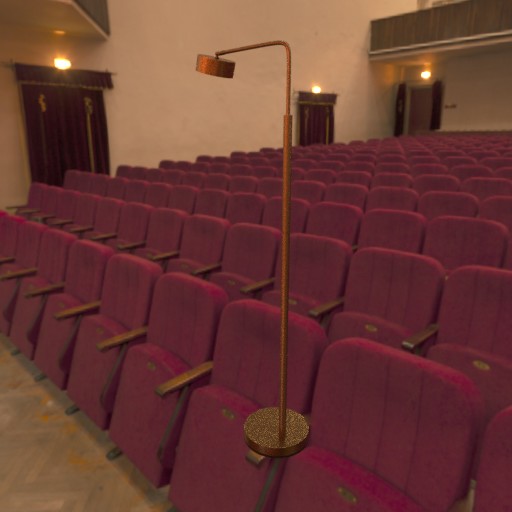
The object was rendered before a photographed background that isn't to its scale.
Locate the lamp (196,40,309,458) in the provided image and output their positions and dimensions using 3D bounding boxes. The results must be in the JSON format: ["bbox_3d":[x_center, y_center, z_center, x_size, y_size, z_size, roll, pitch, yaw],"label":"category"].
[{"bbox_3d":[0.000,0.000,1.416,0.219,1.230,0.418,-14,21,-42],"label":"lamp"}]
